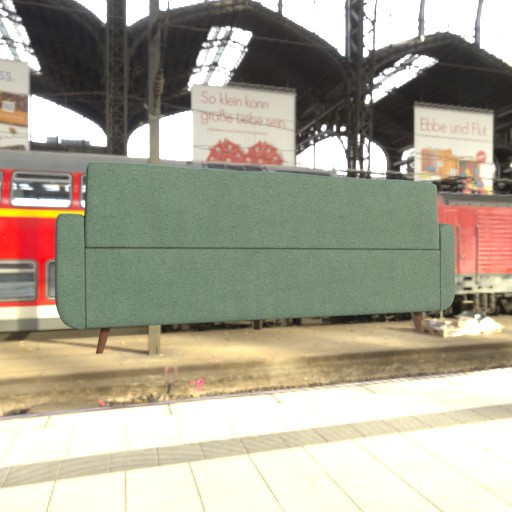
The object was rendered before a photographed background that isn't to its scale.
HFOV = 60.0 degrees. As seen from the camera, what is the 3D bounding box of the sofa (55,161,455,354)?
[{"bbox_3d":[0.000,0.000,2.545,2.029,0.841,0.909,0,0,-19],"label":"sofa"}]
